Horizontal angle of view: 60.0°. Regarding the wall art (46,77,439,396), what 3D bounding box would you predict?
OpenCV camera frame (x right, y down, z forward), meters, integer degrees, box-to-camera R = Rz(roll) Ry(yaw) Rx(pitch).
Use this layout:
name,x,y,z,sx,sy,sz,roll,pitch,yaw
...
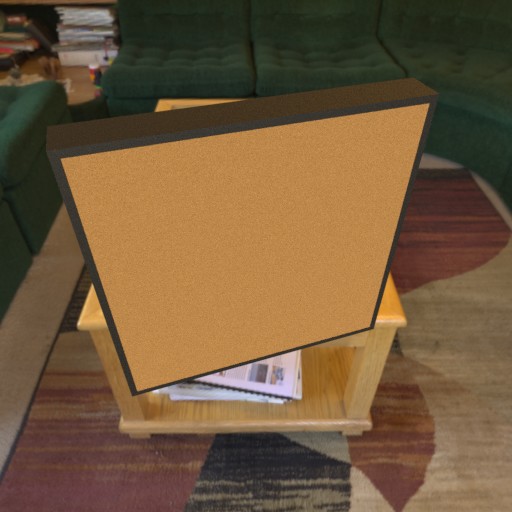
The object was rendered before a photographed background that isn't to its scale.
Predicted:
name,x,y,z,sx,sy,sz,roll,pitch,yaw
wall art,0.000,0.000,0.443,0.304,0.304,0.038,-12,43,-14
